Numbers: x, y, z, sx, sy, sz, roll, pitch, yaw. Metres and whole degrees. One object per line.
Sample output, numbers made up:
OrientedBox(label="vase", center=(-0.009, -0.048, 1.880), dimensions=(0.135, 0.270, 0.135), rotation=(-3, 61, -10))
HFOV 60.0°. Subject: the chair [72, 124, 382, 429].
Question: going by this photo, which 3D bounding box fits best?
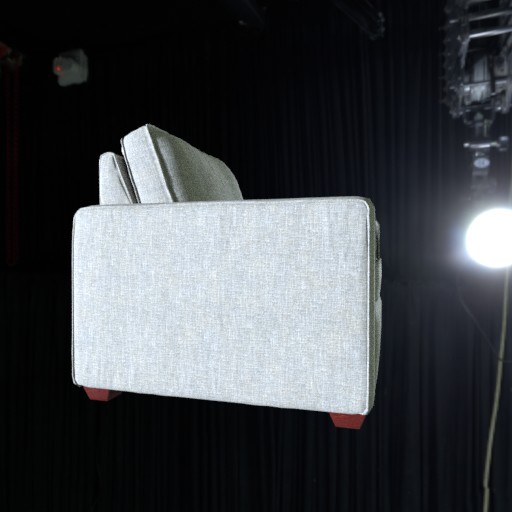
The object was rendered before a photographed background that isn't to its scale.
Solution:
OrientedBox(label="chair", center=(0.000, 0.000, 1.728), dimensions=(0.940, 0.914, 1.016), rotation=(0, 1, 16))
